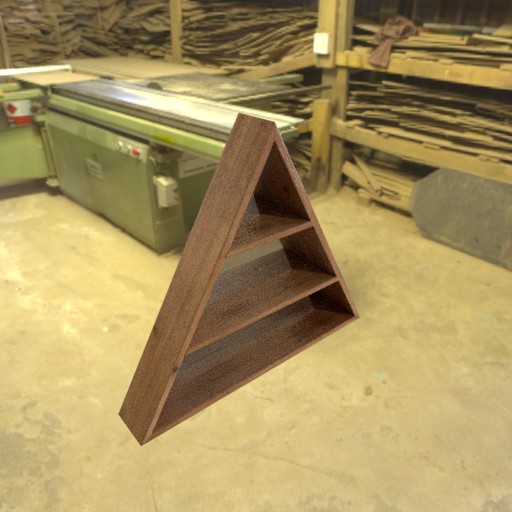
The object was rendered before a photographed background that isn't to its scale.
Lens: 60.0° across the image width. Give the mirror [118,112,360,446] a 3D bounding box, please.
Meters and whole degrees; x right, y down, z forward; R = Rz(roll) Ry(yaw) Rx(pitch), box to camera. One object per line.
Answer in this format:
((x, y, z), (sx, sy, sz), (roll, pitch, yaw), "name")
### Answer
((0.000, 0.000, 0.898), (0.631, 0.548, 0.100), (-21, 35, -34), "mirror")
